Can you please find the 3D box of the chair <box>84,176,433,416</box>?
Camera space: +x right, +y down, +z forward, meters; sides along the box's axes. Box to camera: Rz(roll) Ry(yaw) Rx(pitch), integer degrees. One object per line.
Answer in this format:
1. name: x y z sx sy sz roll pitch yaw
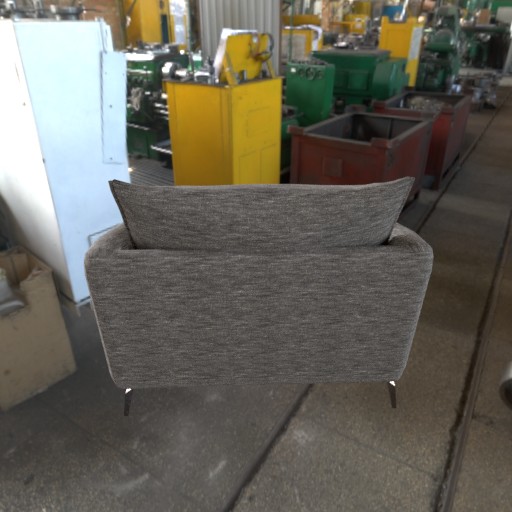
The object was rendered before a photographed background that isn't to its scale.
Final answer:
1. chair: 0.000 0.000 1.622 1.004 0.842 0.805 -1 29 -2
